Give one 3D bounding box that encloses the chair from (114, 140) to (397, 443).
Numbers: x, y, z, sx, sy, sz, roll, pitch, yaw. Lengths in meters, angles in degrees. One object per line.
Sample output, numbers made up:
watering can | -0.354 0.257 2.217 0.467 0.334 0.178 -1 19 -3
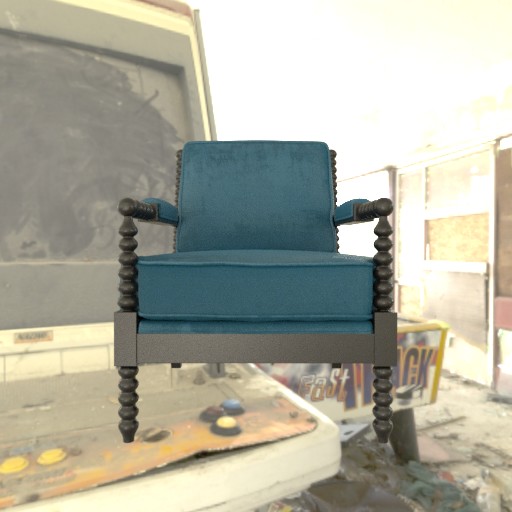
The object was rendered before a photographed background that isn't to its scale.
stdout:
chair | 0.000 0.000 1.385 0.688 0.857 0.805 0 1 0
